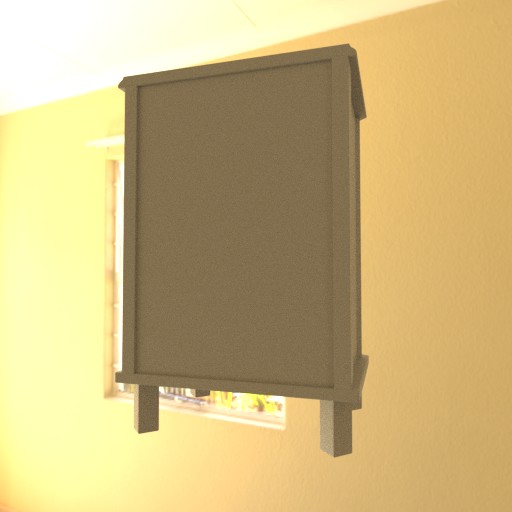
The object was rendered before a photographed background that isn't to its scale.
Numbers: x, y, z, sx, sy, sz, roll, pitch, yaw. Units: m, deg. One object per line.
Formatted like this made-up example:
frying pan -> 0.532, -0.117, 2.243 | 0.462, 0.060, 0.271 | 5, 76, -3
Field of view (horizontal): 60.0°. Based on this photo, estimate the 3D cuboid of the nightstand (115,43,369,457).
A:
nightstand -> 0.000, 0.000, 0.943 | 0.450, 0.680, 0.350 | -1, -2, 17
